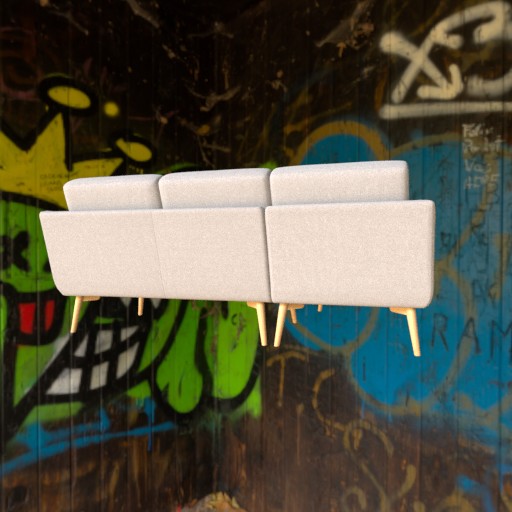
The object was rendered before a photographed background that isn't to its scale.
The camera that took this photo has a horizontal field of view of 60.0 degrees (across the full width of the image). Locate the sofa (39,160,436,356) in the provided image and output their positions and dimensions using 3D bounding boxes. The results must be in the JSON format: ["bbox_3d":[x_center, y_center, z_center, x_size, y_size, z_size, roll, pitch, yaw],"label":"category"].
[{"bbox_3d":[0.000,0.000,2.799,2.040,0.860,1.530,0,1,17],"label":"sofa"}]
